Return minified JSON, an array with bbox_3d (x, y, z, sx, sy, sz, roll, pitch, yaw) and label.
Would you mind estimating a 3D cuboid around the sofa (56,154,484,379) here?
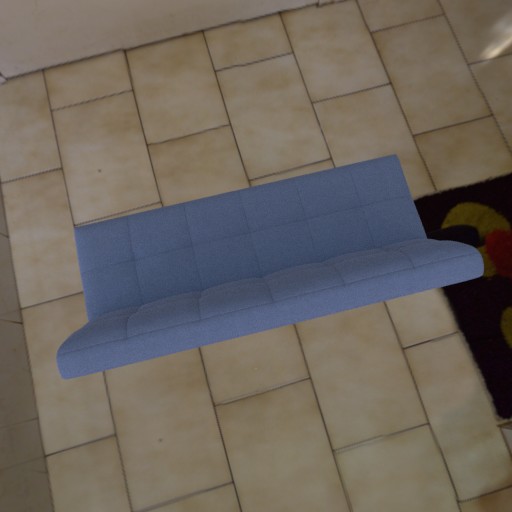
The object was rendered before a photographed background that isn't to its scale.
[{"bbox_3d":[0.000,0.000,2.227,1.800,0.800,0.796,-13,76,-3],"label":"sofa"}]
